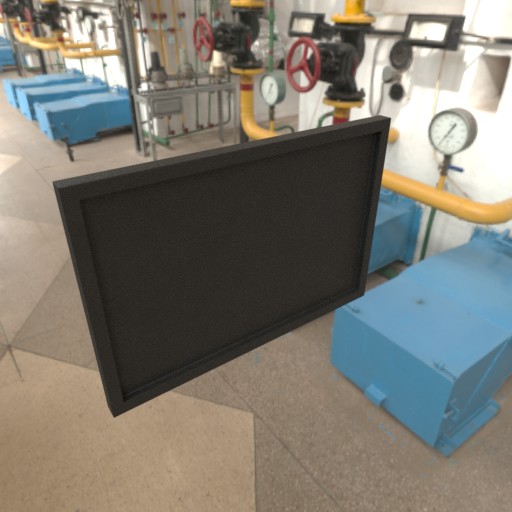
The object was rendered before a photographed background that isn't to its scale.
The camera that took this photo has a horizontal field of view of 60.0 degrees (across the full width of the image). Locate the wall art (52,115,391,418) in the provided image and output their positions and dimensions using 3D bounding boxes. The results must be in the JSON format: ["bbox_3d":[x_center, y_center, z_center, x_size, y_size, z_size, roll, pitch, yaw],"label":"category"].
[{"bbox_3d":[0.000,0.000,0.586,0.443,0.301,0.021,-20,36,-30],"label":"wall art"}]
